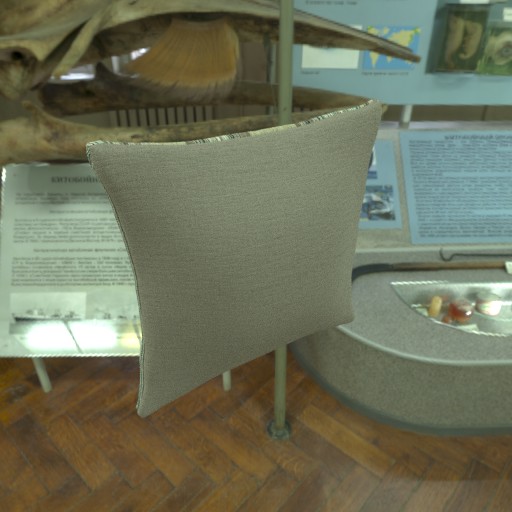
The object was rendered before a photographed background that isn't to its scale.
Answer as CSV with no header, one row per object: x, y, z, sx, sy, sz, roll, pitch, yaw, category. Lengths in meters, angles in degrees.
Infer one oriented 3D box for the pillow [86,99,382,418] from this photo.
0.000,0.000,0.670,0.435,0.416,0.189,-18,35,-28,pillow
